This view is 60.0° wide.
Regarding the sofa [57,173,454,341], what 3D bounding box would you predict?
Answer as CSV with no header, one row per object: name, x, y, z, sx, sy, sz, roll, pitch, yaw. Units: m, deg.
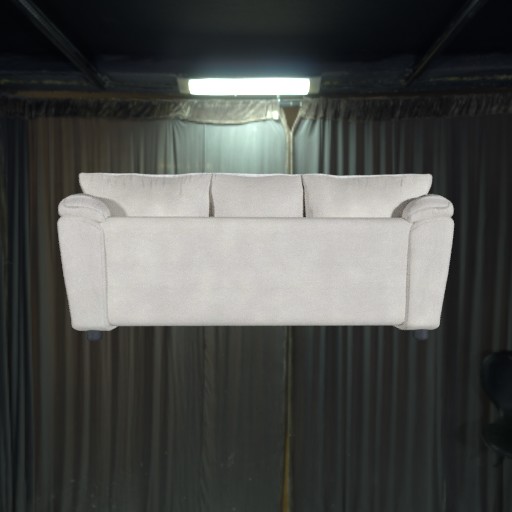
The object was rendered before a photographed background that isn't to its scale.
sofa,0.000,0.000,2.905,2.334,0.996,0.878,0,0,-1
